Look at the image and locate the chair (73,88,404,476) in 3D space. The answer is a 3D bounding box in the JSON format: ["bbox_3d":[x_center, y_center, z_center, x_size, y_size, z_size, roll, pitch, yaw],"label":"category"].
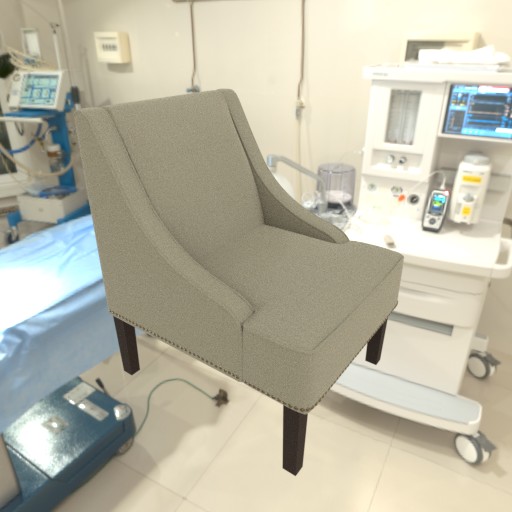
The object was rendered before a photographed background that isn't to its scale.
[{"bbox_3d":[0.000,0.000,1.342,0.737,0.864,0.610,18,32,32],"label":"chair"}]
